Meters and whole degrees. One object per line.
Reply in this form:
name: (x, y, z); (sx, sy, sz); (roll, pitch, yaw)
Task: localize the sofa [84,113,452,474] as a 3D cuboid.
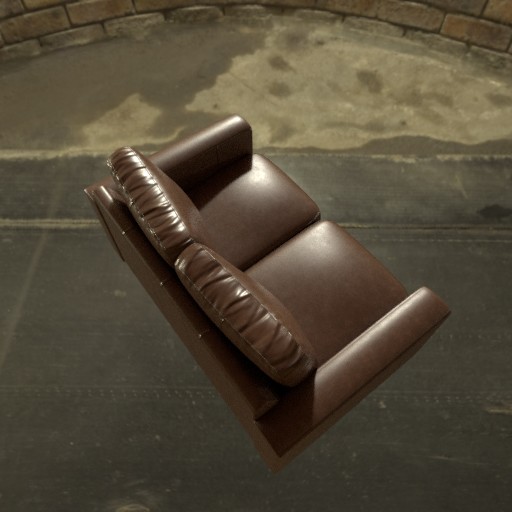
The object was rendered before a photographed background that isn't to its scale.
sofa: (0.000, 0.000, 2.212); (1.016, 0.873, 1.616); (-33, 64, -19)
